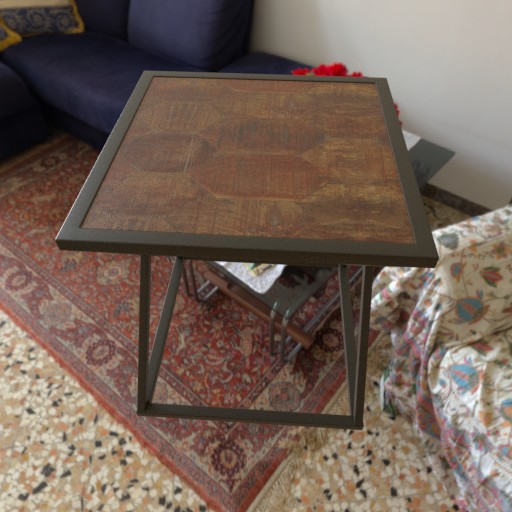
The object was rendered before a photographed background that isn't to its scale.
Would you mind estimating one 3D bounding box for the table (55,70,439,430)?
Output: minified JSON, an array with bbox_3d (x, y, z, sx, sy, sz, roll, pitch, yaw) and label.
[{"bbox_3d":[0.000,0.000,0.949,0.500,0.565,0.500,3,47,3],"label":"table"}]
